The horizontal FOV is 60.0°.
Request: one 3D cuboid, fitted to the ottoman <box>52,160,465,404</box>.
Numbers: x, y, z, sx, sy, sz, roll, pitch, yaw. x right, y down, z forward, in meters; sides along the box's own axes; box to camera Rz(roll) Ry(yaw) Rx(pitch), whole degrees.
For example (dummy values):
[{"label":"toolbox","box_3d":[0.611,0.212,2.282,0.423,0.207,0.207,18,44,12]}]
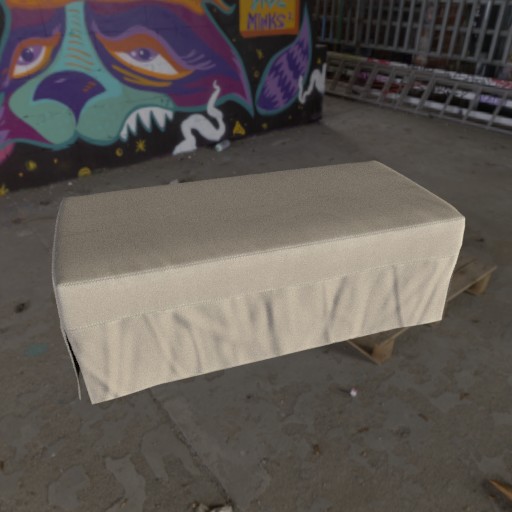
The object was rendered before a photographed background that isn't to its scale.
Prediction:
[{"label":"ottoman","box_3d":[0.000,0.000,1.705,1.388,0.457,0.665,-10,33,-15]}]
